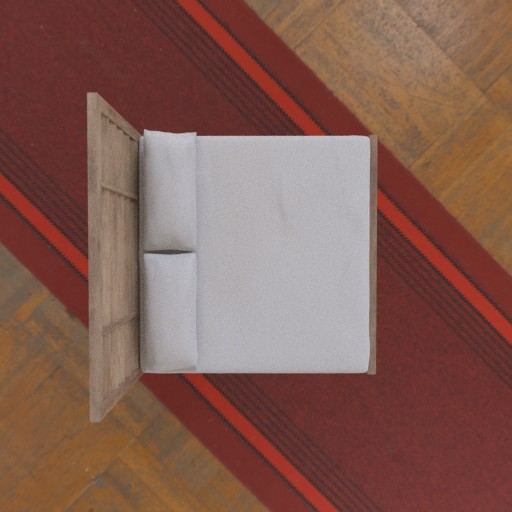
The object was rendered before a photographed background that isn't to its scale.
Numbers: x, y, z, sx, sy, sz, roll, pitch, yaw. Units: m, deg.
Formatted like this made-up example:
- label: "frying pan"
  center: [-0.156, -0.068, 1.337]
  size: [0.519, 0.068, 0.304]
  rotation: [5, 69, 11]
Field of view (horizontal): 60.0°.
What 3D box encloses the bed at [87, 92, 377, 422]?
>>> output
- label: "bed"
  center: [0.000, 0.000, 3.531]
  size: [2.062, 1.626, 2.032]
  rotation: [0, 91, 0]
